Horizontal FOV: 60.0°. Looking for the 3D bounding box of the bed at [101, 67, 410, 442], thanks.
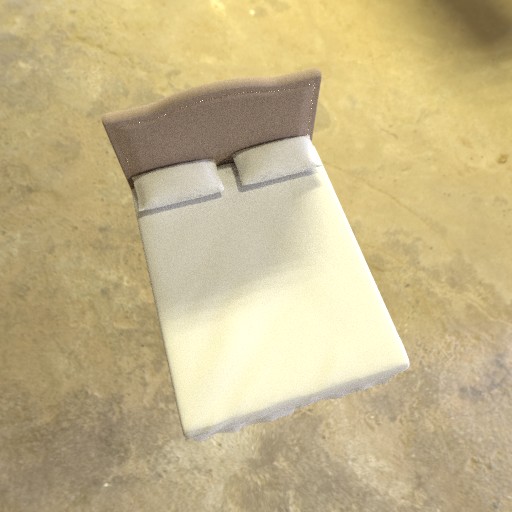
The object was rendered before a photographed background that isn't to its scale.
[{"bbox_3d":[0.000,0.000,3.452,1.821,1.436,2.282,-15,66,-7],"label":"bed"}]
